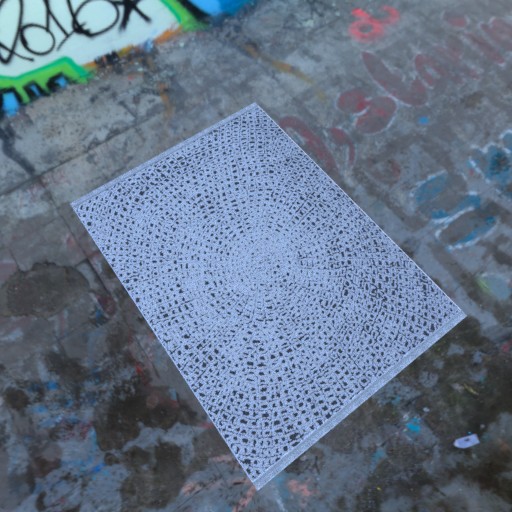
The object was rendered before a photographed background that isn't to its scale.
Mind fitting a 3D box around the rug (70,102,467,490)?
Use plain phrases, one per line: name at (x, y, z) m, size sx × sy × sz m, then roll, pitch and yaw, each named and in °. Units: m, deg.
rug at (0.000, 0.000, 2.159) m, size 1.190 × 0.003 × 1.634 m, roll -33°, pitch 68°, yaw -15°
